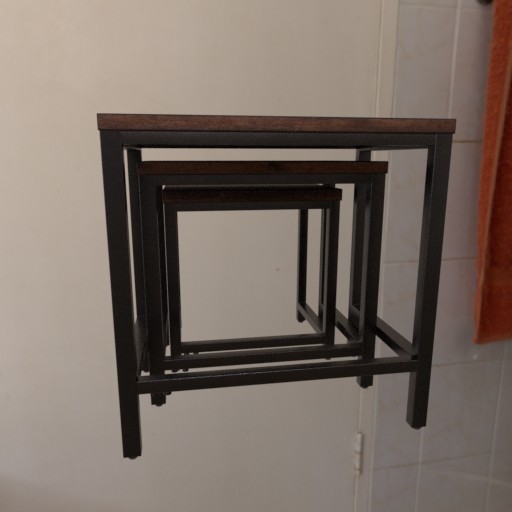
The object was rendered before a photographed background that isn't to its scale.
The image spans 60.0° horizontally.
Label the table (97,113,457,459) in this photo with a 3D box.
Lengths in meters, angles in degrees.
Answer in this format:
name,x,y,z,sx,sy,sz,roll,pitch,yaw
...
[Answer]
name,x,y,z,sx,sy,sz,roll,pitch,yaw
table,0.000,0.000,1.115,0.608,0.616,0.660,-2,13,-9
